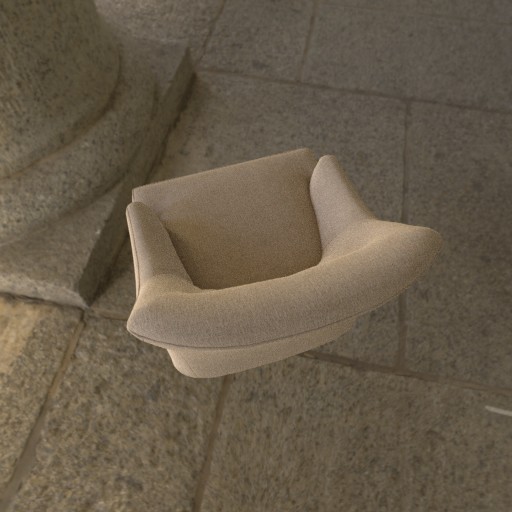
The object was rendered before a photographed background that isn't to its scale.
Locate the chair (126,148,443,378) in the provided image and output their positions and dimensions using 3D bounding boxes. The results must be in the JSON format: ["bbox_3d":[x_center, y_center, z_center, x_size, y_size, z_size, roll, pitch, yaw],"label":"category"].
[{"bbox_3d":[0.000,0.000,1.604,0.864,0.856,0.923,-15,60,-9],"label":"chair"}]
